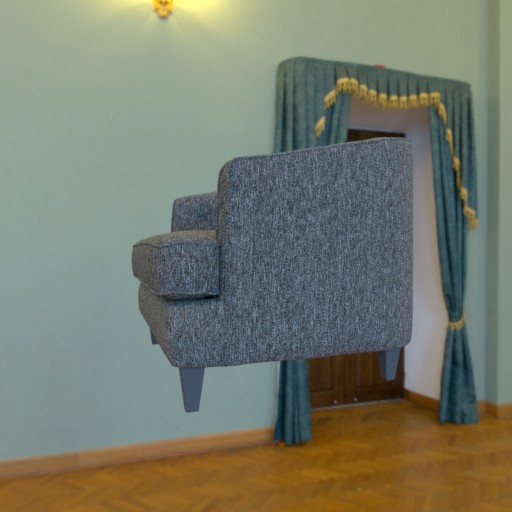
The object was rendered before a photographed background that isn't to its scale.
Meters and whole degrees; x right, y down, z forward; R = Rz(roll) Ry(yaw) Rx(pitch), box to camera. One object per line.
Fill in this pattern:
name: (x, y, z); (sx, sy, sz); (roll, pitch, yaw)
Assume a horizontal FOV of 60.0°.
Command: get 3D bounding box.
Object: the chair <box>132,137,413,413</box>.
chair: (0.000, 0.000, 1.803); (0.941, 0.852, 1.104); (0, 1, -19)
